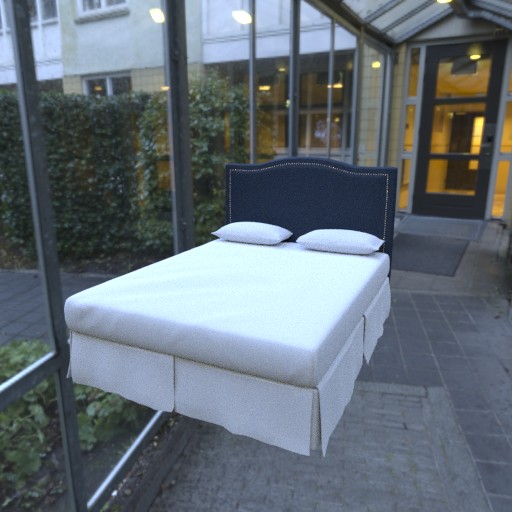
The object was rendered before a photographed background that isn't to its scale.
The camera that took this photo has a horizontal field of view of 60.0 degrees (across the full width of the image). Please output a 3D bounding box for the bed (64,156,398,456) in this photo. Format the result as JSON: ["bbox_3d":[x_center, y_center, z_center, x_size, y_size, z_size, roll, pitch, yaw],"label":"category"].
[{"bbox_3d":[0.000,0.000,3.422,1.821,1.436,2.282,7,16,25],"label":"bed"}]
